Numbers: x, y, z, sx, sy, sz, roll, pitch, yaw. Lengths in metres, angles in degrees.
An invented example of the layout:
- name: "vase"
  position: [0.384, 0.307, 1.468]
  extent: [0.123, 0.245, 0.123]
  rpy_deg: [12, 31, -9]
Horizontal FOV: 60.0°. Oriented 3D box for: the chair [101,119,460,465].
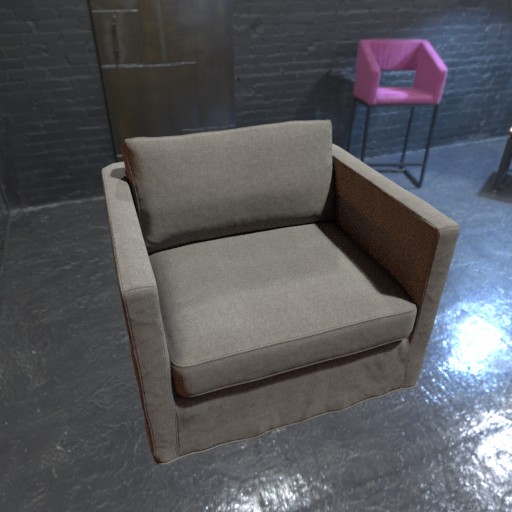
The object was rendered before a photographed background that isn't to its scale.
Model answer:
- name: "chair"
  position: [0.000, 0.000, 1.720]
  extent: [1.057, 0.863, 0.949]
  rpy_deg: [-11, 34, -16]
